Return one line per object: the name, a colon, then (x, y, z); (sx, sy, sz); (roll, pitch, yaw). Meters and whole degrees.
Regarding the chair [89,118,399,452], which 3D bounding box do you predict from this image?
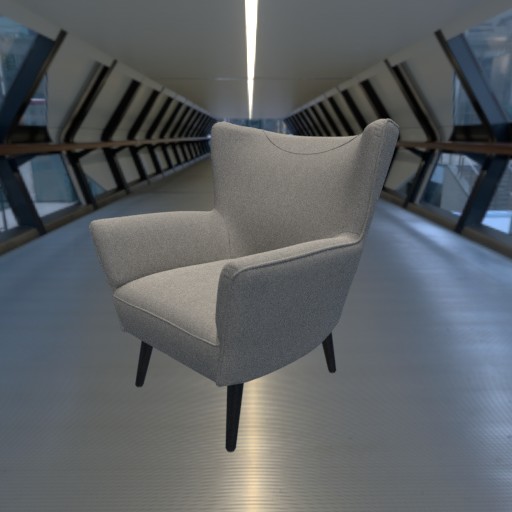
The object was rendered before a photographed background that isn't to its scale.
chair: (0.000, 0.000, 1.584); (0.781, 0.933, 0.888); (15, 22, 42)
